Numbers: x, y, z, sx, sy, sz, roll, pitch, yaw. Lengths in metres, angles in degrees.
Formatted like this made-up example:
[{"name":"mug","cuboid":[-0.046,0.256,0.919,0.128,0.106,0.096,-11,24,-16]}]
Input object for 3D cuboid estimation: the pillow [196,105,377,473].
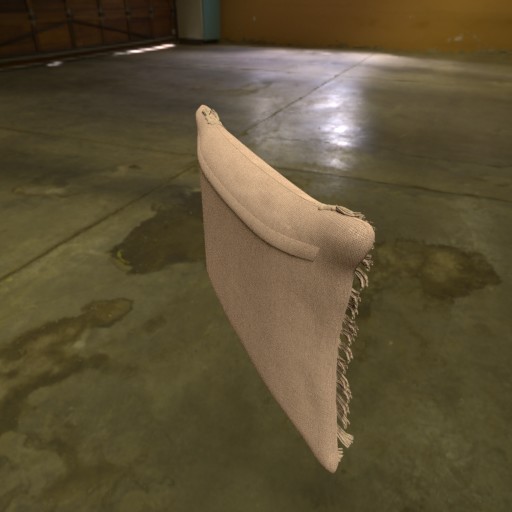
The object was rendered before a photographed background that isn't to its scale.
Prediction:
[{"name":"pillow","cuboid":[0.000,0.000,0.589,0.084,0.305,0.466,-11,32,-19]}]
